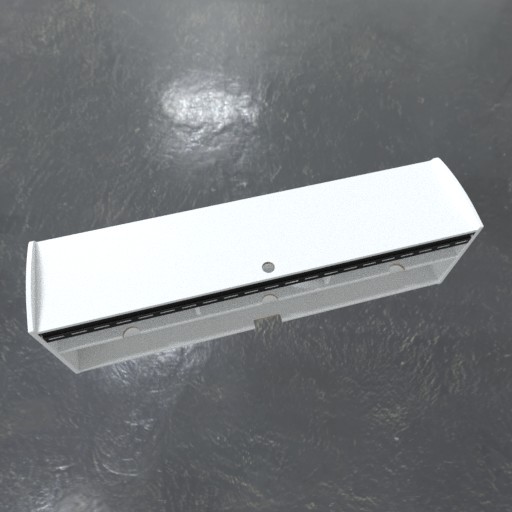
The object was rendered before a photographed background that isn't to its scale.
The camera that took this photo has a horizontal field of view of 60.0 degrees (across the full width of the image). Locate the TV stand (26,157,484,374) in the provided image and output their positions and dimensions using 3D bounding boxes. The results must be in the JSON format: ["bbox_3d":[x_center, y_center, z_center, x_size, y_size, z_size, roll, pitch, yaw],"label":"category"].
[{"bbox_3d":[0.000,0.000,1.650,1.473,0.424,0.397,-13,59,-8],"label":"TV stand"}]
